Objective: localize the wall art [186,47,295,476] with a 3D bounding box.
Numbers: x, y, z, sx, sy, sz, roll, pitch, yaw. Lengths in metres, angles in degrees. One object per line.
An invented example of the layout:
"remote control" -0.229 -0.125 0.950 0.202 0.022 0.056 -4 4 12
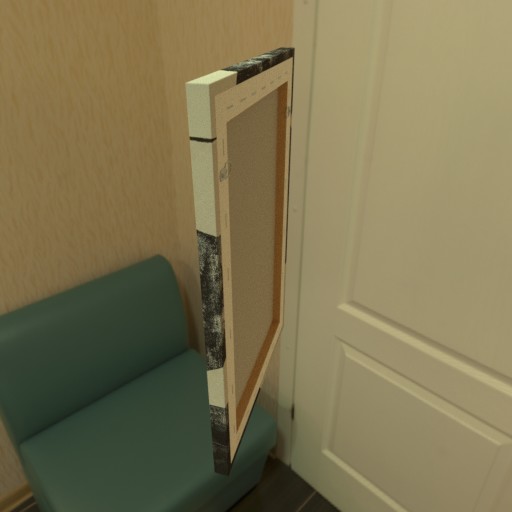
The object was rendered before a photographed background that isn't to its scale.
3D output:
"wall art" 0.000 0.000 1.126 0.041 0.915 0.610 8 31 14
